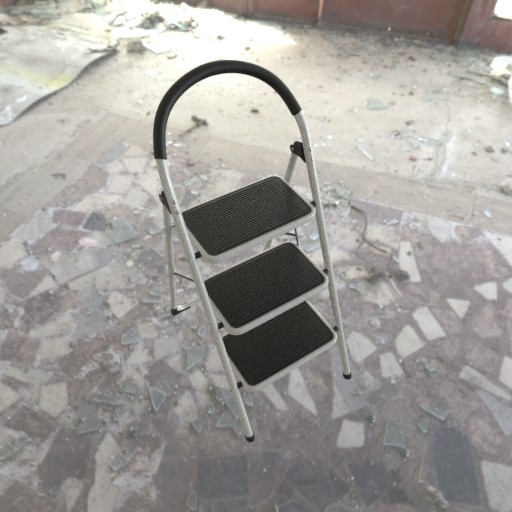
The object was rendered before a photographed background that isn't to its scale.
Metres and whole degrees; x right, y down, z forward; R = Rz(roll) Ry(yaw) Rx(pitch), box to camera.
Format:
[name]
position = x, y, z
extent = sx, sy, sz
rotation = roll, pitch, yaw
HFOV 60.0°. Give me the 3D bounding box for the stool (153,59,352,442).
[stool]
position = 0.000, 0.000, 1.456
extent = 0.485, 1.109, 0.676
rotation = -25, 53, -21
